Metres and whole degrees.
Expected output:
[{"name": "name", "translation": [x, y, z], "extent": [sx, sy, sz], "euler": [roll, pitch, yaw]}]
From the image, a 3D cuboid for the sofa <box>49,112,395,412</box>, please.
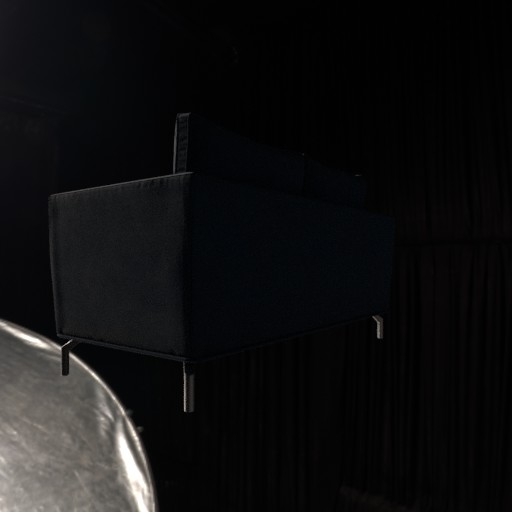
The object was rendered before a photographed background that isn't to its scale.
[{"name": "sofa", "translation": [0.000, 0.000, 2.283], "extent": [0.853, 1.002, 1.770], "euler": [0, -1, 37]}]
